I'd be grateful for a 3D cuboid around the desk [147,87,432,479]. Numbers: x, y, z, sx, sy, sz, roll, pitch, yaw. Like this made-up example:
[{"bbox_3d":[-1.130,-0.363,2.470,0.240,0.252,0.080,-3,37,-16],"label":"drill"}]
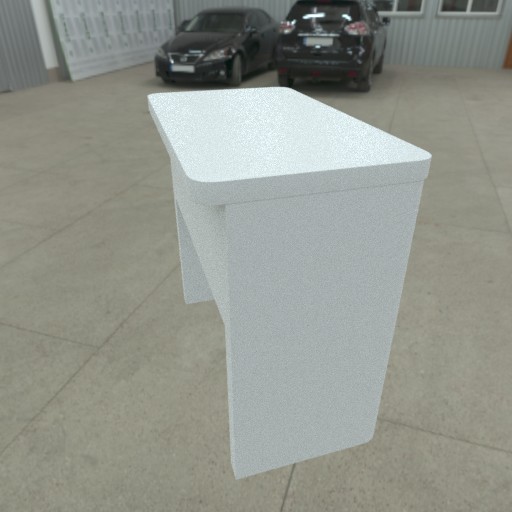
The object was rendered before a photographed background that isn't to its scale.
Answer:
[{"bbox_3d":[0.000,0.000,1.244,0.446,0.760,0.790,-9,31,-15],"label":"desk"}]
